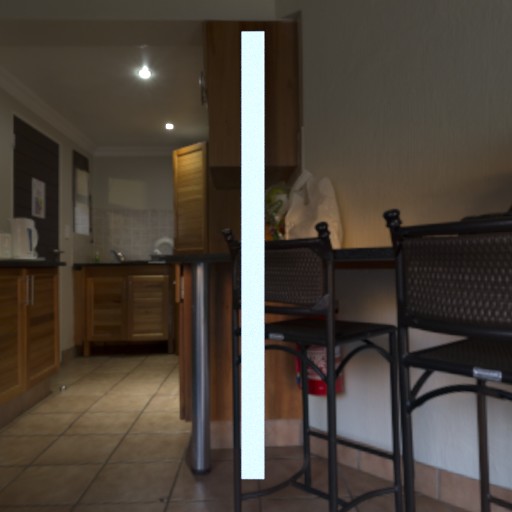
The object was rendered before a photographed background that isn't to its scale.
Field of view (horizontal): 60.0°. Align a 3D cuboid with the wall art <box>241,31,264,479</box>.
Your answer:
[{"bbox_3d":[0.000,0.000,0.676,0.023,0.453,0.455,0,0,1],"label":"wall art"}]
